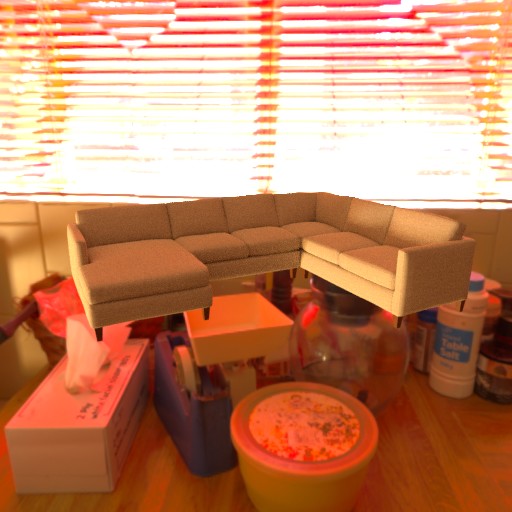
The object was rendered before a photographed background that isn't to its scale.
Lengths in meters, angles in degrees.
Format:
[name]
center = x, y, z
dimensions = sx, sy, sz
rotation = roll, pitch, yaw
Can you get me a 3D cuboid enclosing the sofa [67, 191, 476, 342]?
[sofa]
center = 0.000, 0.000, 4.631
dimensions = 3.460, 0.961, 2.594
rotation = -8, 18, -26
